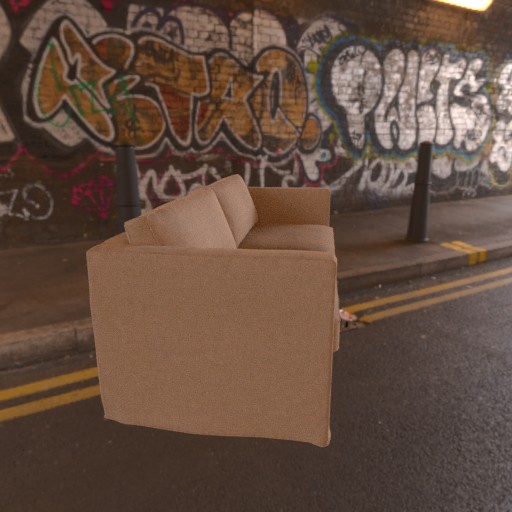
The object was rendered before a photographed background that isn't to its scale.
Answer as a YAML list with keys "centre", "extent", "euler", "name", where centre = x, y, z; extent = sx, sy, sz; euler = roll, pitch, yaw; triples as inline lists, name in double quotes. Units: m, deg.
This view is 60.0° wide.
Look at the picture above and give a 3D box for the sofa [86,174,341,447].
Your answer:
- centre: [0.000, 0.000, 2.704]
  extent: [0.956, 0.847, 2.296]
  euler: [2, 15, 8]
  name: "sofa"
